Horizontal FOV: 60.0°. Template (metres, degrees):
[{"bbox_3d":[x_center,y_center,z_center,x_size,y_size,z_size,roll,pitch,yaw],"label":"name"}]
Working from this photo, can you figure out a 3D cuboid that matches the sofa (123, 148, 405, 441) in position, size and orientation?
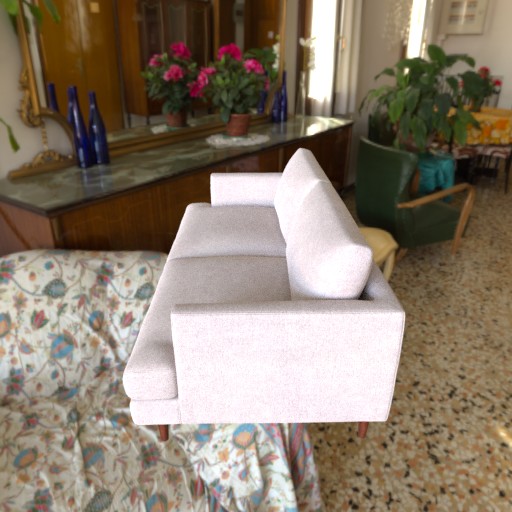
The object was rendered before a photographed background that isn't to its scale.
[{"bbox_3d":[0.000,0.000,2.487,1.020,0.868,1.948,0,25,-1],"label":"sofa"}]
